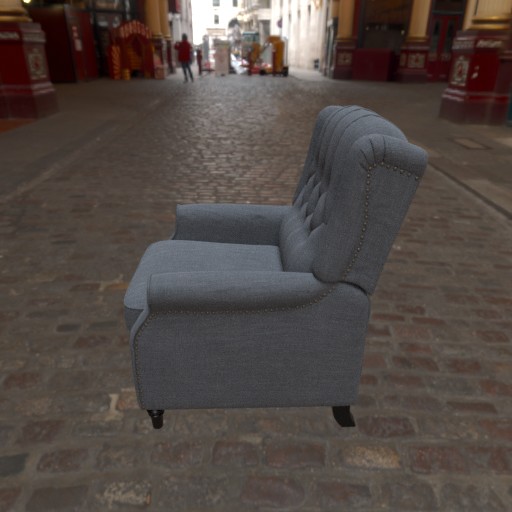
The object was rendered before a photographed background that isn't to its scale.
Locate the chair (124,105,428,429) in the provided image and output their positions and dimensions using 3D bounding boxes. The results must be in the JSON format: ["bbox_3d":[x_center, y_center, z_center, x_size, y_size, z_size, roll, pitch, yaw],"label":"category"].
[{"bbox_3d":[0.000,0.000,1.626,0.898,1.035,0.742,-1,26,-1],"label":"chair"}]
